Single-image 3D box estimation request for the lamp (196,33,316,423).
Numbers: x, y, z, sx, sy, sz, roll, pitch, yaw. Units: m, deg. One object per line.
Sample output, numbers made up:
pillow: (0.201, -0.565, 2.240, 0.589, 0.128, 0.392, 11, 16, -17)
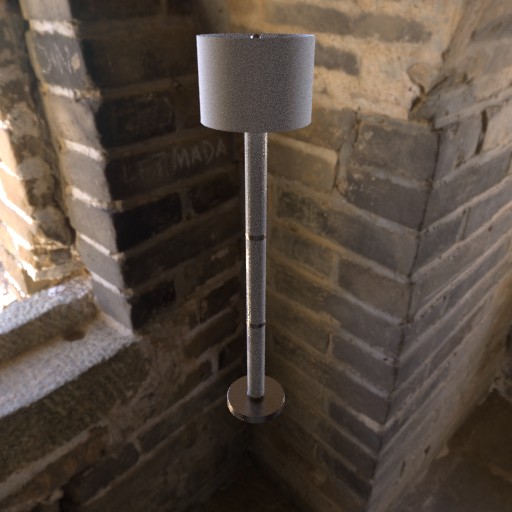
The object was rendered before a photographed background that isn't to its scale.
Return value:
lamp: (0.000, 0.000, 1.779, 0.377, 1.599, 0.377, 0, 28, -1)
